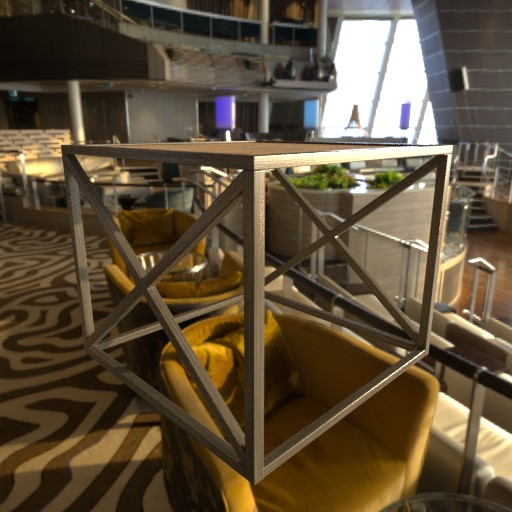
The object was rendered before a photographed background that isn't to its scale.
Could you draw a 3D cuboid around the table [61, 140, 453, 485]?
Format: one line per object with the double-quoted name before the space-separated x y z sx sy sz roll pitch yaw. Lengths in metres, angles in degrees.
"table" 0.000 0.000 1.043 0.609 0.507 0.611 -15 22 -42
